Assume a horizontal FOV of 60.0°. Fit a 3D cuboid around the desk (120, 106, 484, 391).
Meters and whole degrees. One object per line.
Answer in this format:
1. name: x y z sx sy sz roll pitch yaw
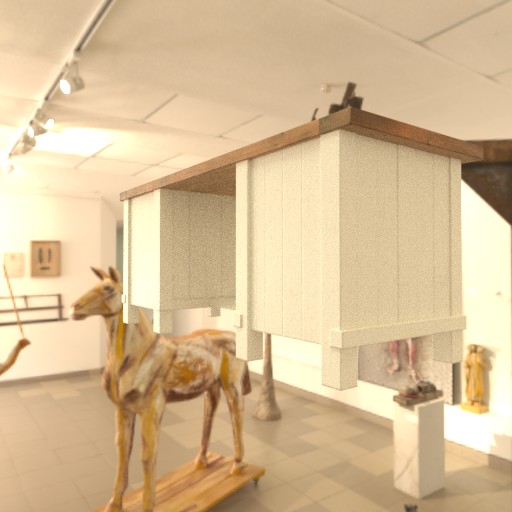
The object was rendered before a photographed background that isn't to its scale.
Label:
1. desk: 0.000 0.000 2.097 0.688 0.760 1.803 1 -1 -36
